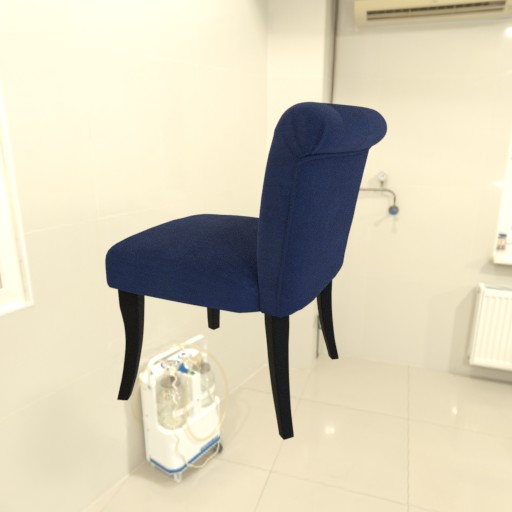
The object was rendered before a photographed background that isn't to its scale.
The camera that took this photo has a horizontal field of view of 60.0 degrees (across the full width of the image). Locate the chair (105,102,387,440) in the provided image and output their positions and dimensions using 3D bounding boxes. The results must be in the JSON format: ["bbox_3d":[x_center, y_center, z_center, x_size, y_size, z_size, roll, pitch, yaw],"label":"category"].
[{"bbox_3d":[0.000,0.000,1.192,0.606,0.753,0.585,8,18,24],"label":"chair"}]
